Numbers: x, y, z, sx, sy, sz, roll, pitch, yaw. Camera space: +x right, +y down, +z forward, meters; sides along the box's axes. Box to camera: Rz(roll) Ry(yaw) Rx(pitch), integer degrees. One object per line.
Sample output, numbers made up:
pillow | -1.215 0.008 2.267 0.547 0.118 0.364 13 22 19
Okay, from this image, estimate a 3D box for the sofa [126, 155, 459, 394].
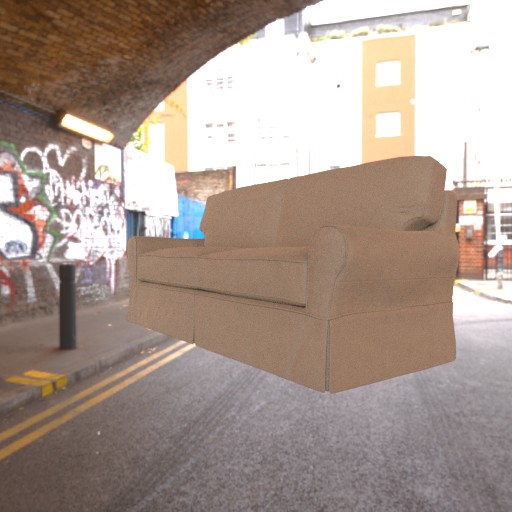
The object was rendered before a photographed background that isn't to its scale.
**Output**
sofa | 0.000 0.000 2.741 0.900 1.014 2.246 -1 1 -36
